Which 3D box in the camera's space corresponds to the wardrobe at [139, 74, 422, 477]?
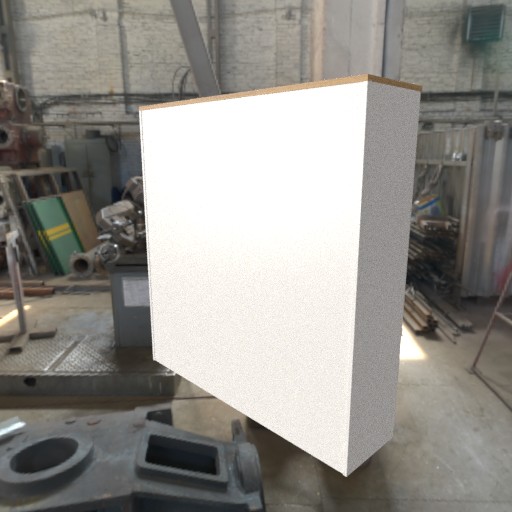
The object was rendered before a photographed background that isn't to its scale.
[{"bbox_3d":[0.000,0.000,3.351,0.590,2.260,2.160,-12,18,-43],"label":"wardrobe"}]
